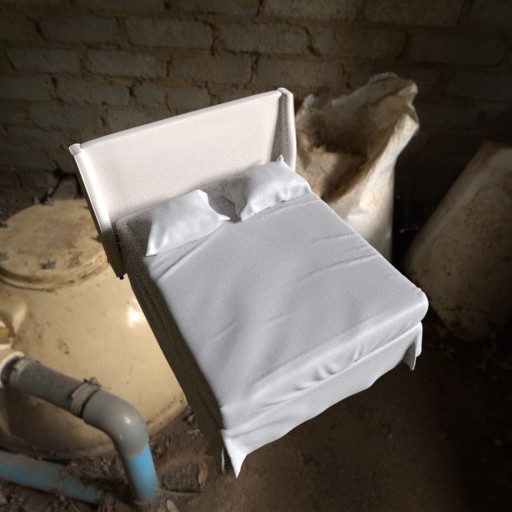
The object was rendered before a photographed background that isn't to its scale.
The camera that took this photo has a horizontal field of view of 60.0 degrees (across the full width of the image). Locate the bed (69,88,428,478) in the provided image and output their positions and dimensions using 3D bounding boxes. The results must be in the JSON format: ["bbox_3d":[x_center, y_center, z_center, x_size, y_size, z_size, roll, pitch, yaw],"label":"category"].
[{"bbox_3d":[0.000,0.000,3.381,1.925,1.332,2.276,-23,50,-20],"label":"bed"}]
